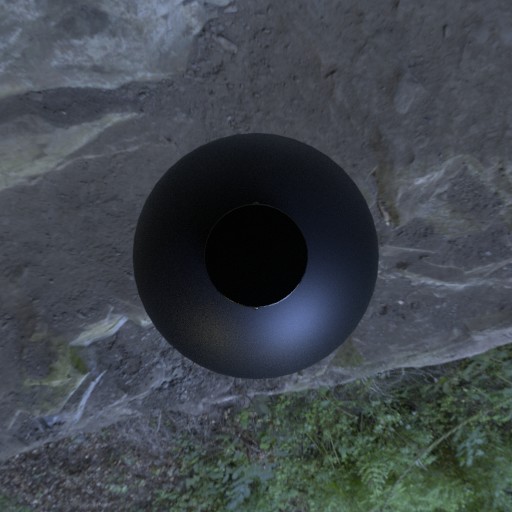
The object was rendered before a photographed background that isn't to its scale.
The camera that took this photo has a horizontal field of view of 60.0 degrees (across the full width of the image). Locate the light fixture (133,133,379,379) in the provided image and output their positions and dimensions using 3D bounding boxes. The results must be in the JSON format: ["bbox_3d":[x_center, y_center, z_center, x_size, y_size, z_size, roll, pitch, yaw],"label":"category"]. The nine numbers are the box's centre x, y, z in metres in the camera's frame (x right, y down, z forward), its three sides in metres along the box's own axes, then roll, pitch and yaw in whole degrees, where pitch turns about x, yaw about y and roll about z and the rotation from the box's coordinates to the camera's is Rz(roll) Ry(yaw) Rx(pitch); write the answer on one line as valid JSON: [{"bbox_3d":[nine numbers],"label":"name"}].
[{"bbox_3d":[0.000,0.000,0.566,0.355,0.177,0.355,0,90,0],"label":"light fixture"}]
